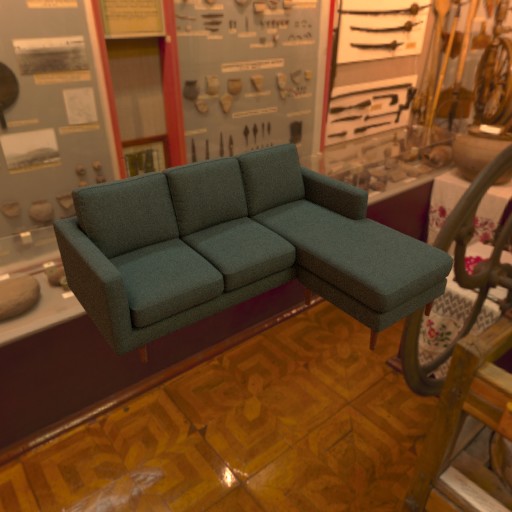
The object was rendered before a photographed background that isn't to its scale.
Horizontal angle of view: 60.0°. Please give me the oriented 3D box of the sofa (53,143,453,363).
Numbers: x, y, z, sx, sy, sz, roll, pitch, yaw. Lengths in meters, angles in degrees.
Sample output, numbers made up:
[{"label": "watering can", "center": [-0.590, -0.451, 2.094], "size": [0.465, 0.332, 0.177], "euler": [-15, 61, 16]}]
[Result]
[{"label": "sofa", "center": [0.000, 0.000, 2.939], "size": [2.055, 0.957, 1.667], "euler": [-21, 36, -32]}]
